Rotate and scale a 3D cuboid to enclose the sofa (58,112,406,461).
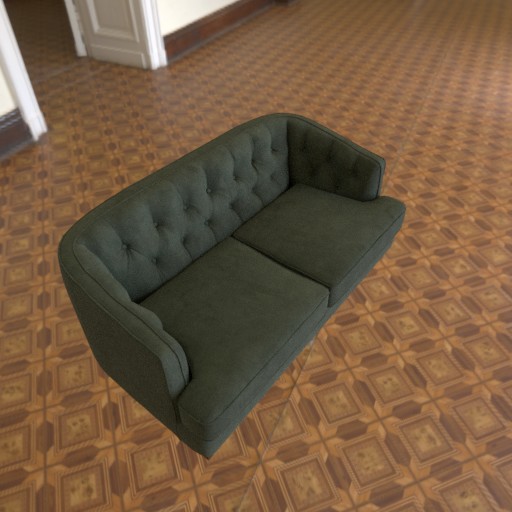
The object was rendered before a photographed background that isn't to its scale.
[{"bbox_3d":[0.000,0.000,2.293,0.941,0.855,1.733,28,49,27],"label":"sofa"}]
